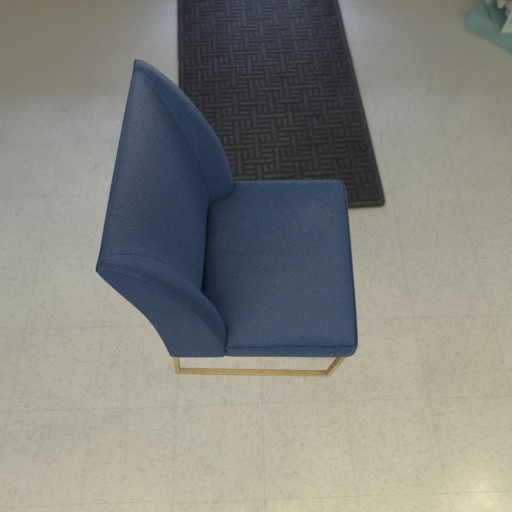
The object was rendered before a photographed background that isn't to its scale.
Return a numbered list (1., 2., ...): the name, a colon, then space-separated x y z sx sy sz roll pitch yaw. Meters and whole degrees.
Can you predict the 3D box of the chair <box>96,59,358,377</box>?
1. chair: 0.000 0.000 1.178 0.522 0.863 0.508 1 65 0
